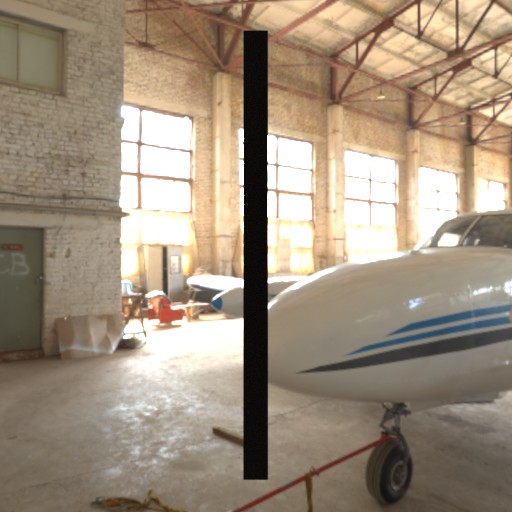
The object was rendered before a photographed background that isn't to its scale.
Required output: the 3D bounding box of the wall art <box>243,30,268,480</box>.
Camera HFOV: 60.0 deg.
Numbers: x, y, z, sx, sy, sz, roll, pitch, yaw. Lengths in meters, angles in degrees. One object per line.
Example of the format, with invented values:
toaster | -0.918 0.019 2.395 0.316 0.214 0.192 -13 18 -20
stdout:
wall art | 0.000 0.000 1.126 0.044 0.758 0.758 0 0 0
